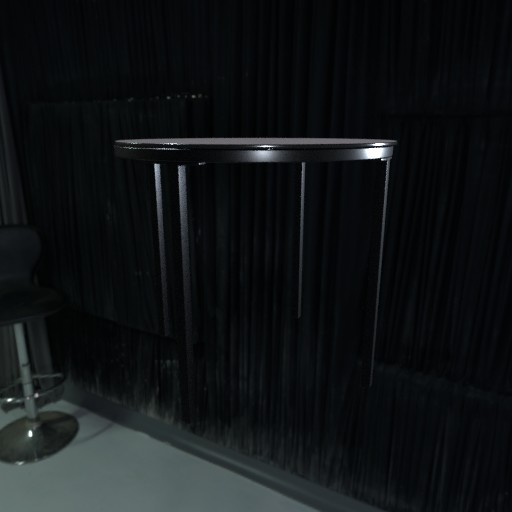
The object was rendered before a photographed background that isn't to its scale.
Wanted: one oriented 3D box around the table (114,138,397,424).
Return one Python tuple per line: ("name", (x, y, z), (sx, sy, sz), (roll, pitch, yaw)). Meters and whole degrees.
("table", (0.000, 0.000, 0.877), (0.499, 0.443, 0.499), (0, 16, 0))
